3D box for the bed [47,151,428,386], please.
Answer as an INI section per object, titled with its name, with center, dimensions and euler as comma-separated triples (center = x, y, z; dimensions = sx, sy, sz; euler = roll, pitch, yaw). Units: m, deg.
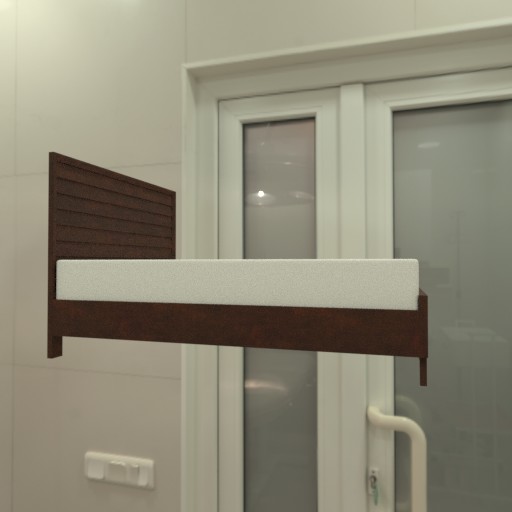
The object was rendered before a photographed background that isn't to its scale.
[bed]
center = 0.000, 0.000, 3.167
dimensions = 2.184, 1.270, 1.600
euler = 0, -1, 17
